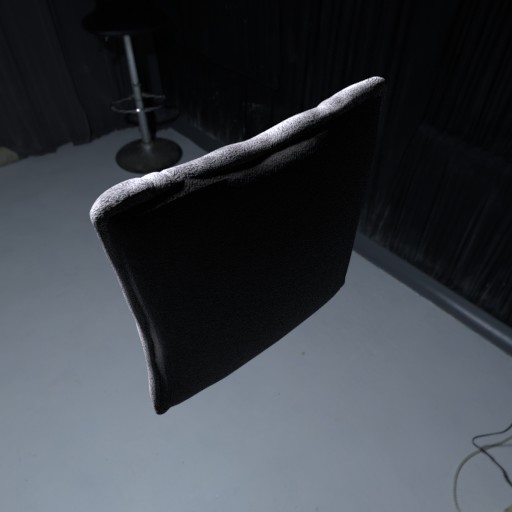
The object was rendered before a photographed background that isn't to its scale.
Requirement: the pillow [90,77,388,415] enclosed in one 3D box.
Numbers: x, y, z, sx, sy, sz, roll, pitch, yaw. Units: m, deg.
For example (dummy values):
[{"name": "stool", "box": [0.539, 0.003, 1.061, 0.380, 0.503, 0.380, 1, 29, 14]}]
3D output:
[{"name": "pillow", "box": [0.000, 0.000, 0.791, 0.522, 0.520, 0.204, -31, 53, -27]}]
